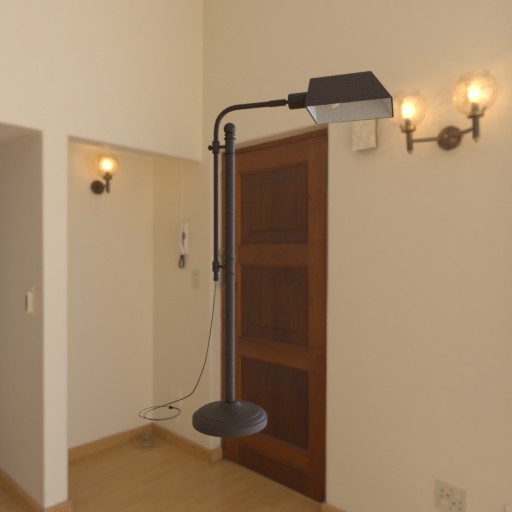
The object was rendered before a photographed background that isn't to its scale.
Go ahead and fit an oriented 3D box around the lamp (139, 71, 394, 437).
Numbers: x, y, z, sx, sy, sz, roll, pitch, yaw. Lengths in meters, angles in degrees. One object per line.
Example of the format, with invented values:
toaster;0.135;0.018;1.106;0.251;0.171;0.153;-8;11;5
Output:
lamp;0.000;0.000;0.923;0.545;0.708;0.159;0;0;18
